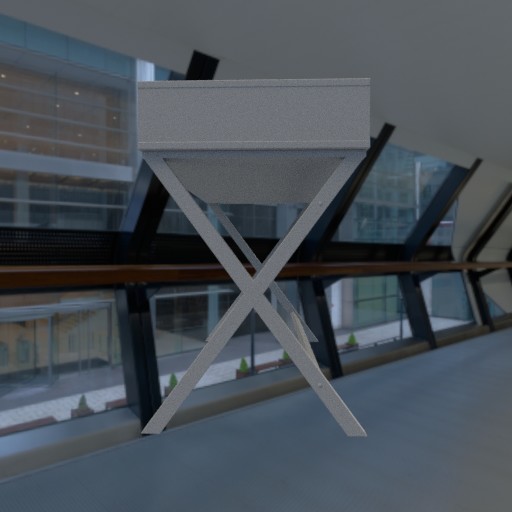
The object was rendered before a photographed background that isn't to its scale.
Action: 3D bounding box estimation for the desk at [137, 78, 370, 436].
[{"bbox_3d":[0.000,0.000,1.493,0.525,0.780,1.057,0,1,2],"label":"desk"}]
